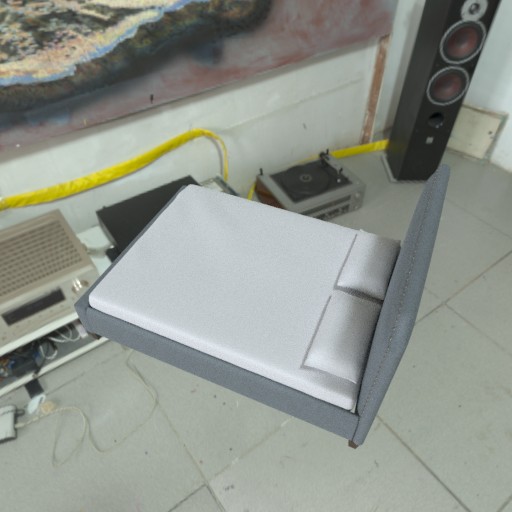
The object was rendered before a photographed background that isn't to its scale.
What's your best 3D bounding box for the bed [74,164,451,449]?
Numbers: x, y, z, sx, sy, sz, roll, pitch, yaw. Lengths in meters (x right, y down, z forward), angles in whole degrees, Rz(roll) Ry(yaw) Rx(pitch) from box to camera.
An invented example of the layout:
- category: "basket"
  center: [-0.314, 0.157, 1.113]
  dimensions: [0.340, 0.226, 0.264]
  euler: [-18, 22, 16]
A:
- category: "bed"
  center: [0.000, 0.000, 3.445]
  dimensions: [2.372, 1.443, 1.712]
  euler: [18, 49, 16]
